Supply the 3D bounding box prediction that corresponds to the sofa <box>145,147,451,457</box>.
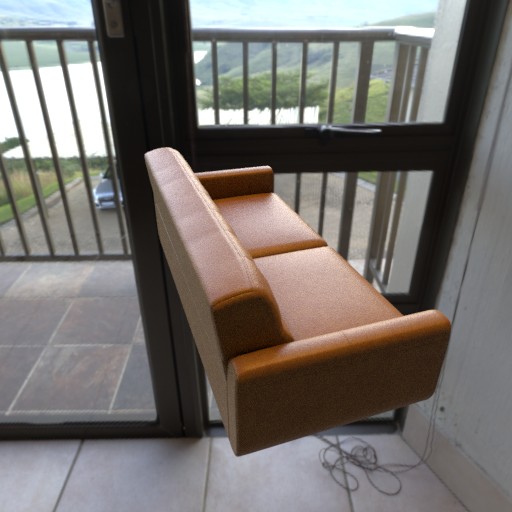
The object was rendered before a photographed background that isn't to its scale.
[{"bbox_3d":[0.000,0.000,2.602,0.980,0.892,2.137,-10,31,-17],"label":"sofa"}]
